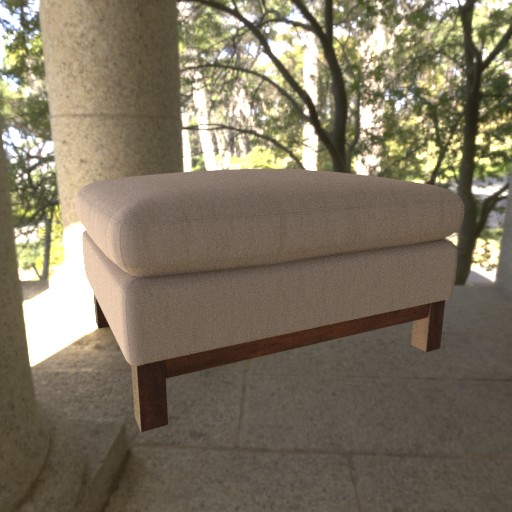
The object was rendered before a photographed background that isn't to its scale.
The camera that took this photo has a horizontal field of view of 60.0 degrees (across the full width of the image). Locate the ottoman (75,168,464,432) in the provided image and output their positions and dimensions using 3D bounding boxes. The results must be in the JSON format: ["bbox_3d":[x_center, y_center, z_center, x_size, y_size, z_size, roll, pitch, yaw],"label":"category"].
[{"bbox_3d":[0.000,0.000,1.092,0.771,0.420,0.606,-7,15,-26],"label":"ottoman"}]
